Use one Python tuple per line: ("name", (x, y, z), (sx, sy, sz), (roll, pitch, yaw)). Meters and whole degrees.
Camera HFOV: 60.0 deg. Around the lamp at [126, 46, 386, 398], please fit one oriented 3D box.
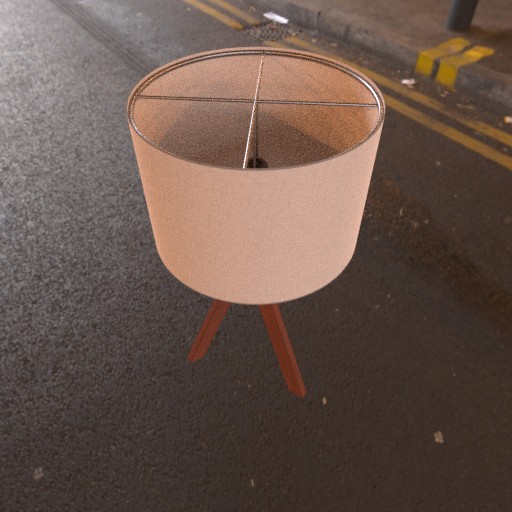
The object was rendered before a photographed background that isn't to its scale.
("lamp", (0.000, 0.000, 0.907), (0.380, 0.686, 0.380), (3, 46, 3))
